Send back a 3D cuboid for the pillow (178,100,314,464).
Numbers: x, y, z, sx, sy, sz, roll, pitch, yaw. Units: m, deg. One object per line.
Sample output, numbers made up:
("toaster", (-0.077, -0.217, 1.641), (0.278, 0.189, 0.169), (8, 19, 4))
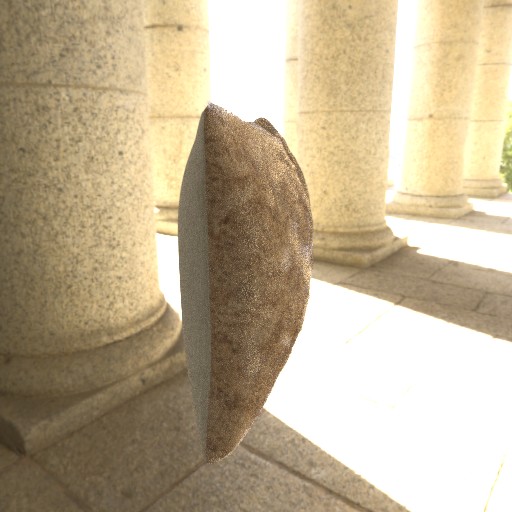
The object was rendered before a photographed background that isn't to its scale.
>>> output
("pillow", (0.000, 0.000, 0.834), (0.216, 0.525, 0.538), (2, 16, 9))
